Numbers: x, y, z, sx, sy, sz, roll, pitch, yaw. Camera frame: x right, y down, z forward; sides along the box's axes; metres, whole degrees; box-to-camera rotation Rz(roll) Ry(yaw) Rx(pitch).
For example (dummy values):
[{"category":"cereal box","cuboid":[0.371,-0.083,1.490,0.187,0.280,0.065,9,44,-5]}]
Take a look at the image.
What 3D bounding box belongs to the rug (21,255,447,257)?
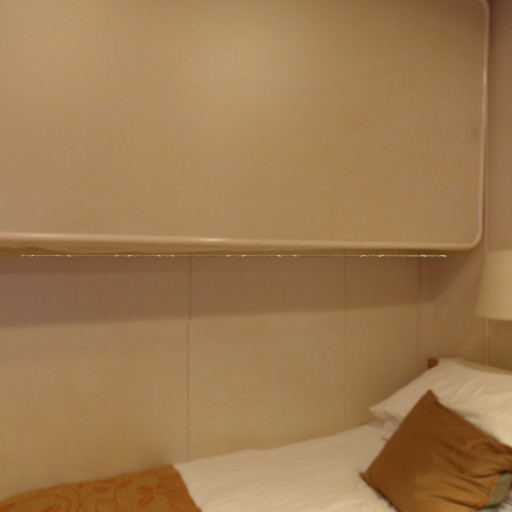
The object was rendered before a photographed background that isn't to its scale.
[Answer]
[{"category":"rug","cuboid":[0.000,0.000,4.149,3.062,0.012,2.457,0,0,18]}]
